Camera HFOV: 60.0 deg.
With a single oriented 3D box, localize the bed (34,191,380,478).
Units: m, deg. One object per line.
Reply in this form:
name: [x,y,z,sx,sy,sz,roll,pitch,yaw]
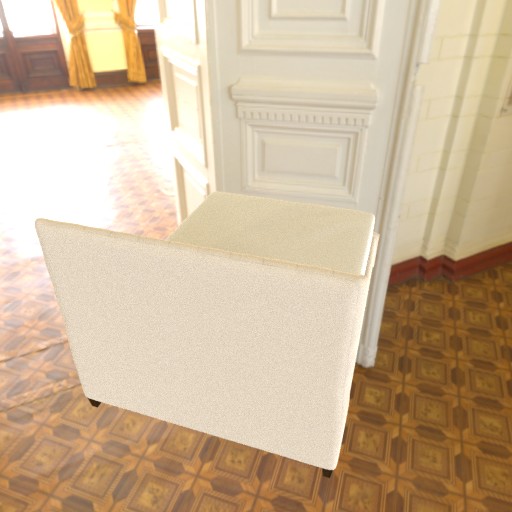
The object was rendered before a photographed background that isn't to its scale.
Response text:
bed: [0.000,0.000,3.286,1.696,1.426,2.233,10,34,15]
